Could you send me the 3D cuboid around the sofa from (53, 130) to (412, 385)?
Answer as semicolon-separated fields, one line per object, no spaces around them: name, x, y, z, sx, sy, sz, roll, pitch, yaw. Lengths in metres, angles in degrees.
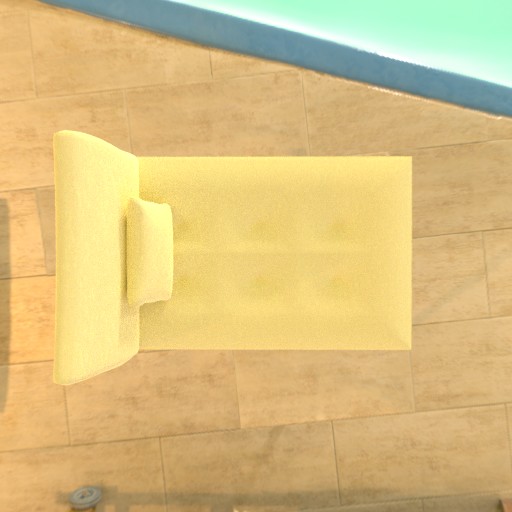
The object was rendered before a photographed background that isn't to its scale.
sofa;0.000;0.000;1.943;1.450;0.820;0.930;0;91;0
